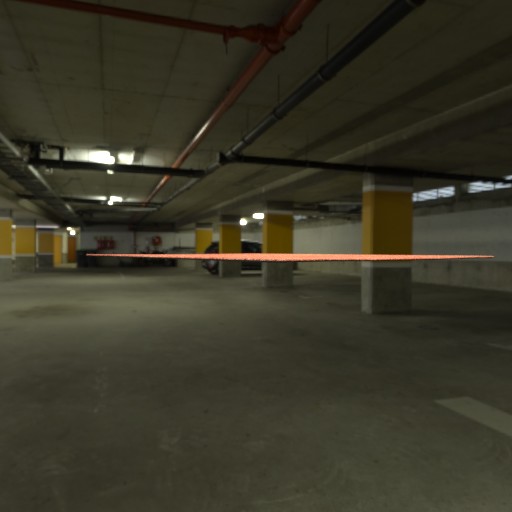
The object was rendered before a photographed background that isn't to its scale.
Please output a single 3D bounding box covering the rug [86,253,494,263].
[{"bbox_3d":[0.000,0.000,2.175,1.139,0.011,1.747,-1,1,-36],"label":"rug"}]
